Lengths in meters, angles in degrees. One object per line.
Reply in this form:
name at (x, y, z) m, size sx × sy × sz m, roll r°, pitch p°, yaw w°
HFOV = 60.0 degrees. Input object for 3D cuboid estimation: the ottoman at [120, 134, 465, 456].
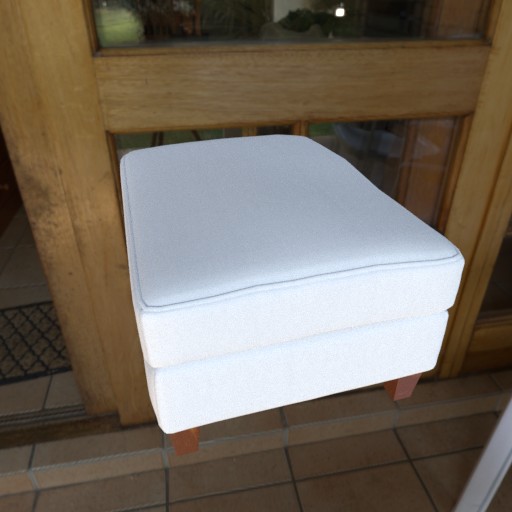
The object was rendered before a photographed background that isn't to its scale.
ottoman at (0.000, 0.000, 1.181) m, size 0.634 × 0.479 × 0.818 m, roll -9°, pitch 32°, yaw -14°
